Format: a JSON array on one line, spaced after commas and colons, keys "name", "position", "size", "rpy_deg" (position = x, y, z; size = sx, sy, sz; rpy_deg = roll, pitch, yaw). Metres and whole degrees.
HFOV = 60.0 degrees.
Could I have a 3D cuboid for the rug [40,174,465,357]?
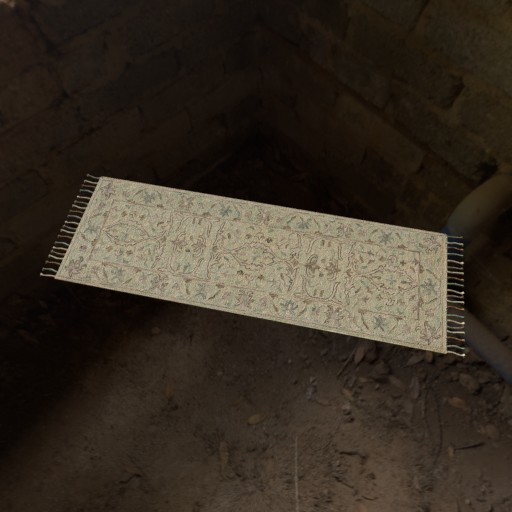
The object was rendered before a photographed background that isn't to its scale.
[{"name": "rug", "position": [0.000, 0.000, 2.660], "size": [2.440, 0.013, 0.769], "rpy_deg": [10, 63, 5]}]
